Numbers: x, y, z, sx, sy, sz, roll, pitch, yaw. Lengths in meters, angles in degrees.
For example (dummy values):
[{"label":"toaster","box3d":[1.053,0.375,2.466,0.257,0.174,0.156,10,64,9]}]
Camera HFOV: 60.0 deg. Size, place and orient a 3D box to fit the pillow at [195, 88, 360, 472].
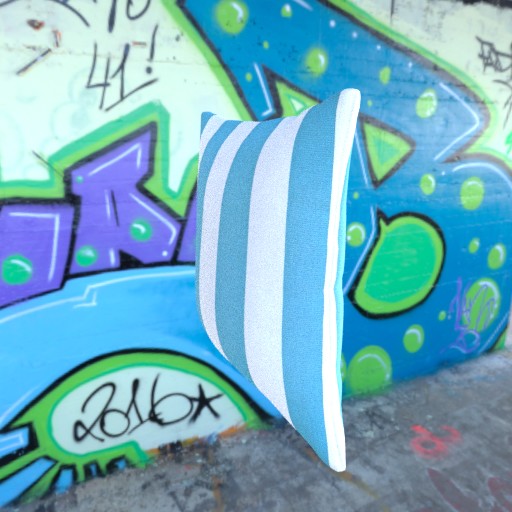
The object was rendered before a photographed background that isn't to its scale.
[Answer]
[{"label":"pillow","box3d":[0.000,0.000,0.801,0.189,0.526,0.536,-8,17,-26]}]
